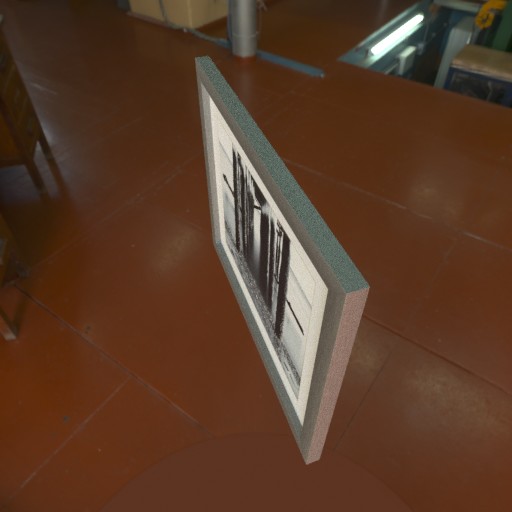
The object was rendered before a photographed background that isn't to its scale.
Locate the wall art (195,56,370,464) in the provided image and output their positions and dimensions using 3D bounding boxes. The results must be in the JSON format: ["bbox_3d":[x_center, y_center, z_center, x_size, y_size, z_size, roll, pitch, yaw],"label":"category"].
[{"bbox_3d":[0.000,0.000,0.758,0.028,0.457,0.556,-15,48,-14],"label":"wall art"}]
